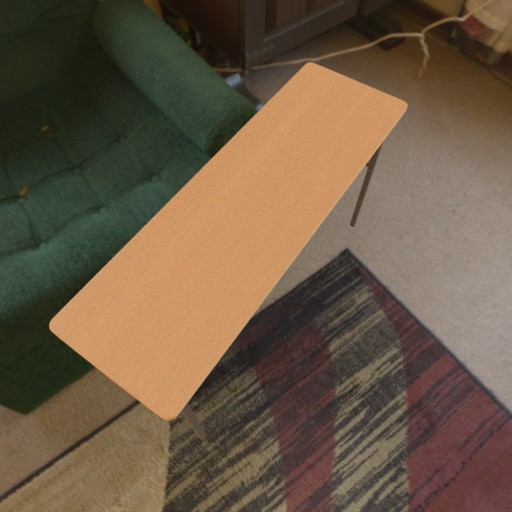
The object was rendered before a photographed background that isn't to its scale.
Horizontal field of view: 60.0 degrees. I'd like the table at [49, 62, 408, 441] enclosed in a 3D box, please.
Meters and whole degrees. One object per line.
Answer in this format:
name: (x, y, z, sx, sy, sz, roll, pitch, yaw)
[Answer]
table: (0.000, 0.000, 1.767, 0.446, 0.750, 1.397, 31, 64, 17)
